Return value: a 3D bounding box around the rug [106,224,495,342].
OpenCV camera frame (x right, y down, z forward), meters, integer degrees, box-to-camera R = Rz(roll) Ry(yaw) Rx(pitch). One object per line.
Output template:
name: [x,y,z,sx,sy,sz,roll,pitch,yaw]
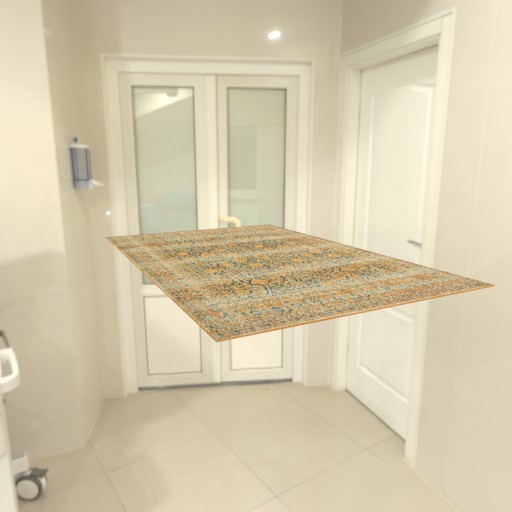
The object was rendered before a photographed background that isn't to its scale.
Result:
rug: [0.000,0.000,2.919,1.525,0.007,2.336,-6,14,-27]
